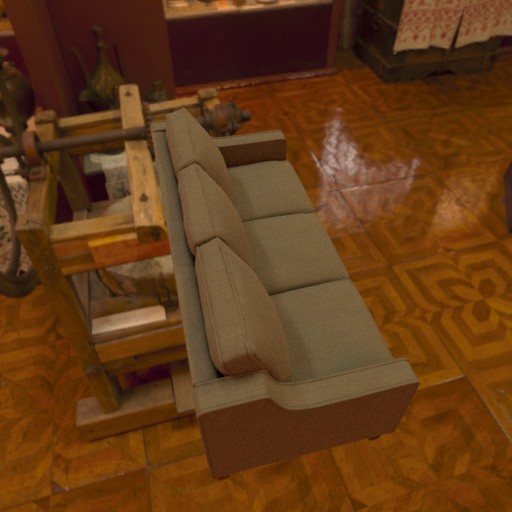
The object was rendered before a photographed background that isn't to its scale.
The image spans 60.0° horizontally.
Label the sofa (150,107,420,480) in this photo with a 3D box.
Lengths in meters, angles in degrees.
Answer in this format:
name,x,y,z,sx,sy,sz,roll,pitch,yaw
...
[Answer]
name,x,y,z,sx,sy,sz,roll,pitch,yaw
sofa,0.000,0.000,2.479,0.911,0.974,1.986,-10,47,-10
